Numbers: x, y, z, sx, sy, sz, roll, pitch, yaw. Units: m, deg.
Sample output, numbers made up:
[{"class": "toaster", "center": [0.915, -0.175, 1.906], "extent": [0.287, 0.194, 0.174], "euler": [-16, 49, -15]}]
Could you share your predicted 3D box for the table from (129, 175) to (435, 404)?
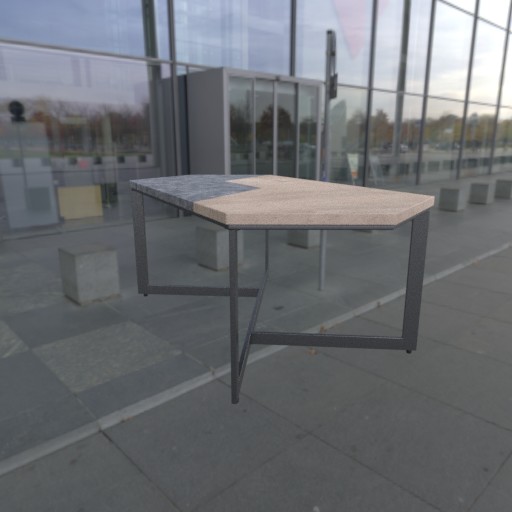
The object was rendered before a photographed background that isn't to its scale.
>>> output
[{"class": "table", "center": [0.000, 0.000, 1.478], "extent": [0.609, 0.457, 1.219], "euler": [-8, 16, -27]}]
